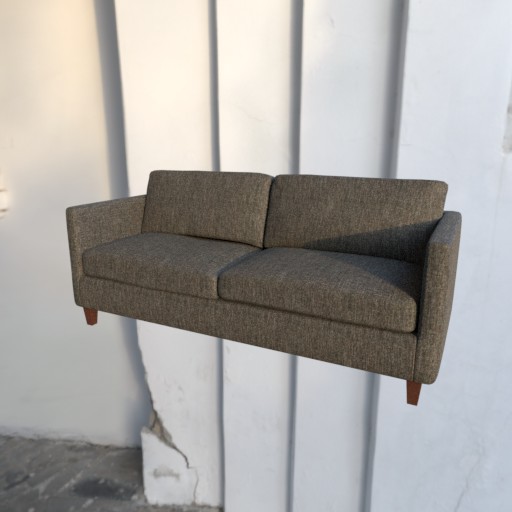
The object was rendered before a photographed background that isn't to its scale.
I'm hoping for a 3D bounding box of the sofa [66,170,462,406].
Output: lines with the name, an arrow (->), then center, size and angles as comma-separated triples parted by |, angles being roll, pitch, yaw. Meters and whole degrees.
sofa -> 0.000, 0.000, 2.692 | 2.208, 0.960, 0.948 | 7, 16, 26
